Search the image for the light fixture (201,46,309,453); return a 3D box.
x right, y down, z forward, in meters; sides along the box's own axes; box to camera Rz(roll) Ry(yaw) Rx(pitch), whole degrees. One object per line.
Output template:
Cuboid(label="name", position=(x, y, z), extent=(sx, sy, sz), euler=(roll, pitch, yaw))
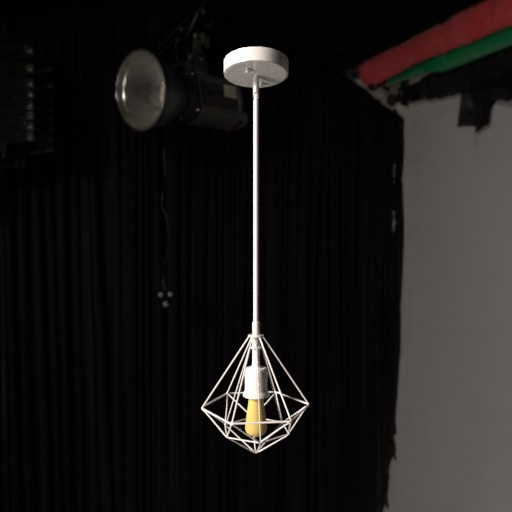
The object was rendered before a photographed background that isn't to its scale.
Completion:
Cuboid(label="light fixture", position=(0.000, 0.000, 2.003), extent=(0.431, 1.764, 0.487), euler=(1, -1, -36))
